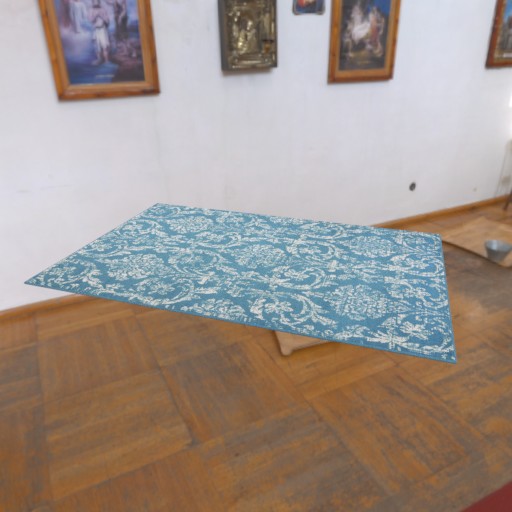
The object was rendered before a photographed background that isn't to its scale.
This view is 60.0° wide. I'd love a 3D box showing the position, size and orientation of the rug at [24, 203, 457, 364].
[{"bbox_3d":[0.000,0.000,3.420,2.746,0.018,1.816,8,26,16],"label":"rug"}]
